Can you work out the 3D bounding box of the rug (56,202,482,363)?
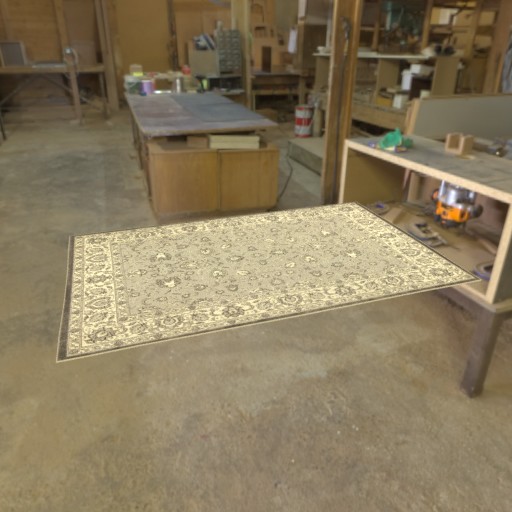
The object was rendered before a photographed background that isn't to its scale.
[{"bbox_3d":[0.000,0.000,3.024,2.438,0.011,1.524,-8,28,-16],"label":"rug"}]
